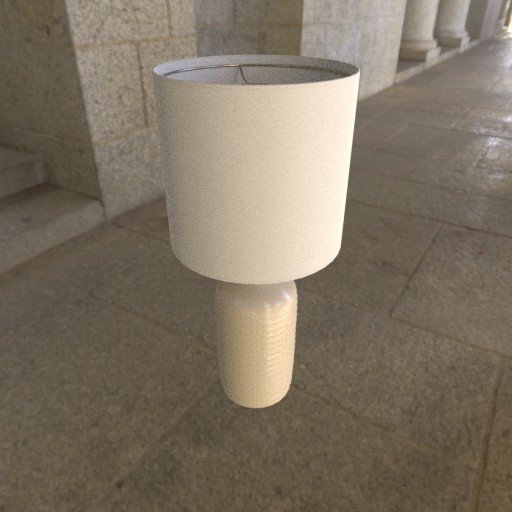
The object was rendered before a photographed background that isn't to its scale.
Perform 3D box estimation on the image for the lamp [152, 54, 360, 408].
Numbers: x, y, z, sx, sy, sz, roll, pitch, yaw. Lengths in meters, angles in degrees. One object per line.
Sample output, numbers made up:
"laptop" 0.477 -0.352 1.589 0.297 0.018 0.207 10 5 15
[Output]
"lamp" 0.000 0.000 0.600 0.220 0.475 0.220 1 31 2
